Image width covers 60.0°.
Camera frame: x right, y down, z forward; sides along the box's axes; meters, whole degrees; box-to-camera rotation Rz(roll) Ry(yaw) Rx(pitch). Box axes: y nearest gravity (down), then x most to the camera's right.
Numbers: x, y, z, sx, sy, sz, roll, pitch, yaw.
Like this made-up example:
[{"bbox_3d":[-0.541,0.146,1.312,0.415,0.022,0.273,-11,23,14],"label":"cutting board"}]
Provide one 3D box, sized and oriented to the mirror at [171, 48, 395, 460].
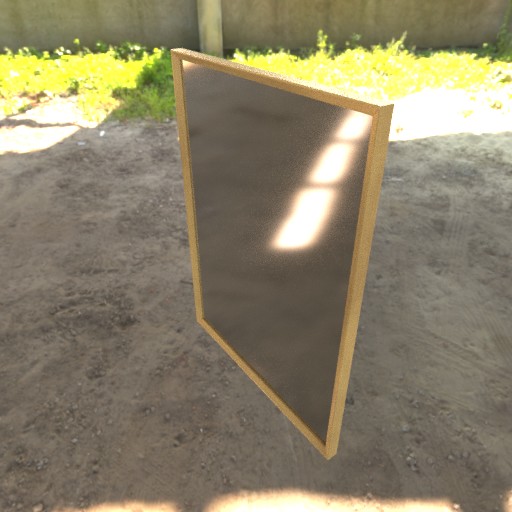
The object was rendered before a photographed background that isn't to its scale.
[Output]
[{"bbox_3d":[0.000,0.000,1.288,0.041,1.016,0.762,-22,39,-30],"label":"mirror"}]
